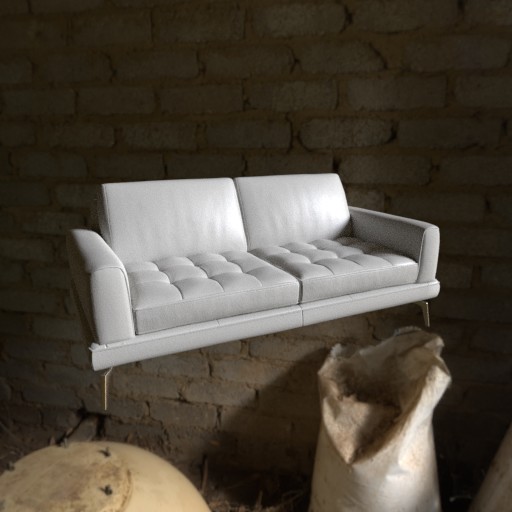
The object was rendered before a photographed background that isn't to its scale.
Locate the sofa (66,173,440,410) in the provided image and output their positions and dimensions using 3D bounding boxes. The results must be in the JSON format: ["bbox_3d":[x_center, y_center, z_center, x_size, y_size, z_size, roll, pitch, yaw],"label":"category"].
[{"bbox_3d":[0.000,0.000,2.808,2.177,0.930,1.121,-7,17,-25],"label":"sofa"}]
